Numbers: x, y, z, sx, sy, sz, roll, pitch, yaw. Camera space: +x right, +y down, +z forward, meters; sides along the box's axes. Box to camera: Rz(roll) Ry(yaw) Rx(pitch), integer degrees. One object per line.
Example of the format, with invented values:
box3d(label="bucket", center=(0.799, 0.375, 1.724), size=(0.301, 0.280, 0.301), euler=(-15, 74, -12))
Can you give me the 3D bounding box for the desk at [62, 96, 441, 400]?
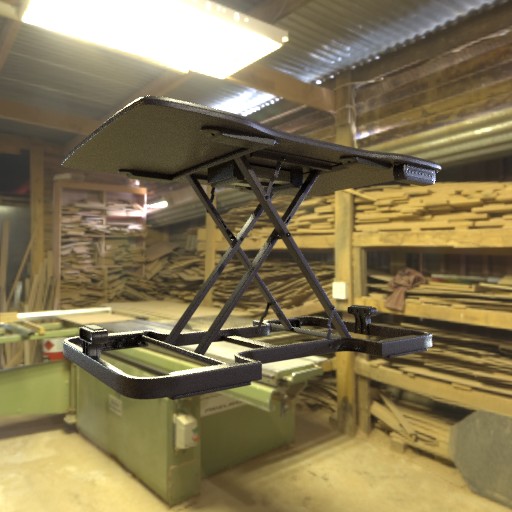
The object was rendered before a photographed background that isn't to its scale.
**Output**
box3d(label="desk", center=(0.000, 0.000, 1.103), size=(0.820, 0.470, 0.546), euler=(1, -2, -36))
